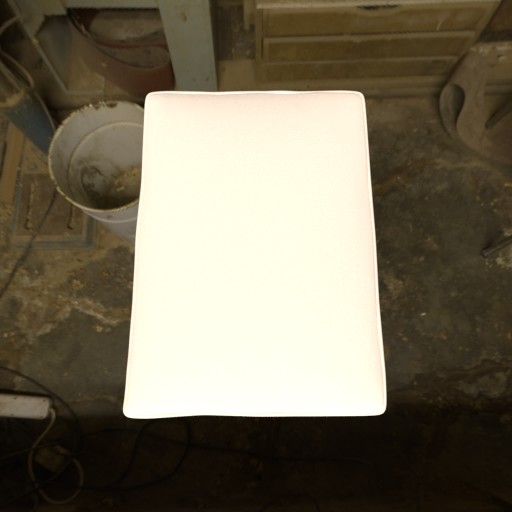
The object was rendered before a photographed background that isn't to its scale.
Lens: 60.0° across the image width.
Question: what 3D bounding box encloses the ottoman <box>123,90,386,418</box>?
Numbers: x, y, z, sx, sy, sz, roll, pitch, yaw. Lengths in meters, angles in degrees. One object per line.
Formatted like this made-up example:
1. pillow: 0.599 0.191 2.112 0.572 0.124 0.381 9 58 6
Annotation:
1. ottoman: 0.000 0.000 1.370 0.703 0.479 0.944 0 76 0
